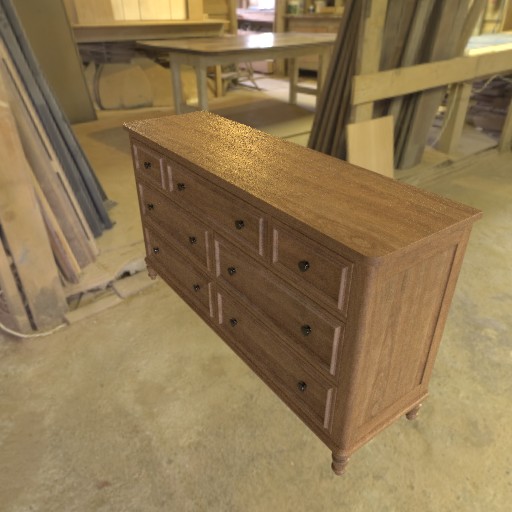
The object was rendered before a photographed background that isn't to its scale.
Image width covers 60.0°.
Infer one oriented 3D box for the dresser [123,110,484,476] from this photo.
[{"bbox_3d":[0.000,0.000,1.933,0.468,0.892,1.583,-20,36,-30],"label":"dresser"}]
